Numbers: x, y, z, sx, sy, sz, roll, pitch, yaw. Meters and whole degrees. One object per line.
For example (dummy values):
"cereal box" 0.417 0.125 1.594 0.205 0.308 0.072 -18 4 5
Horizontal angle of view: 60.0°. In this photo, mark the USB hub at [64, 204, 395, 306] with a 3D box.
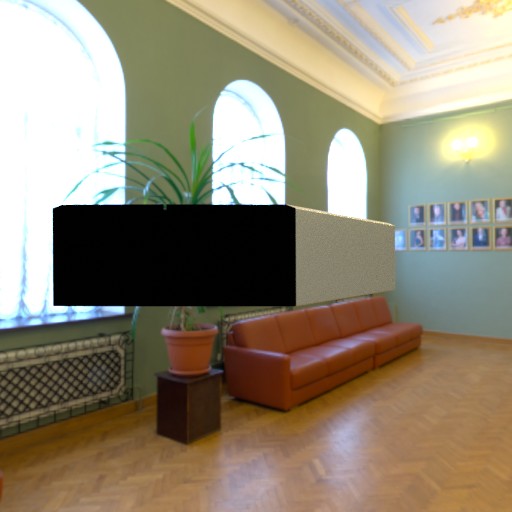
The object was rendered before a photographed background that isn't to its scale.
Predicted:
"USB hub" 0.000 0.000 0.125 0.044 0.023 0.110 0 0 36
